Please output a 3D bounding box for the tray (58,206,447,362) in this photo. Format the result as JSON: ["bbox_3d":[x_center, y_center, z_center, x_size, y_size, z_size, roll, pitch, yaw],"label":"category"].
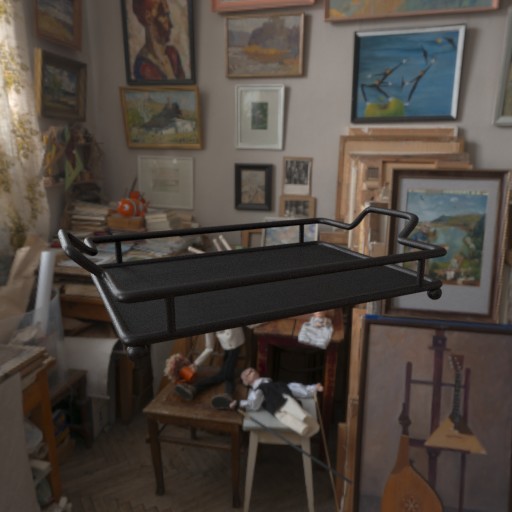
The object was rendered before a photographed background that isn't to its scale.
[{"bbox_3d":[0.000,0.000,0.619,0.495,0.101,0.297,-7,16,-25],"label":"tray"}]
